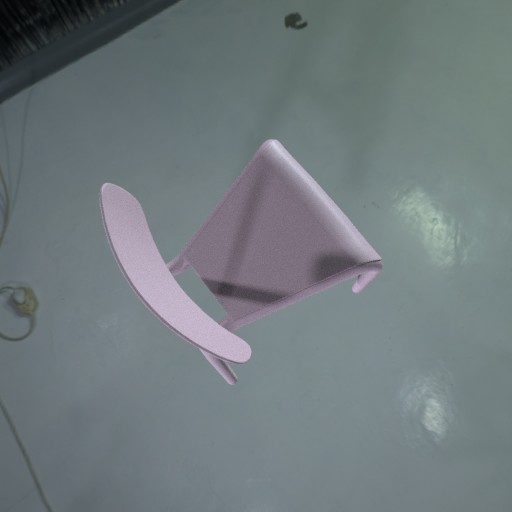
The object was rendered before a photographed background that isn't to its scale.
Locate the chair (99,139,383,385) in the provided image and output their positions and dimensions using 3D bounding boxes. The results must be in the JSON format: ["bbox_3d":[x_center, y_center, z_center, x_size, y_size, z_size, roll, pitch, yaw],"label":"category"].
[{"bbox_3d":[0.000,0.000,0.829,0.401,0.580,0.356,-38,79,-8],"label":"chair"}]
